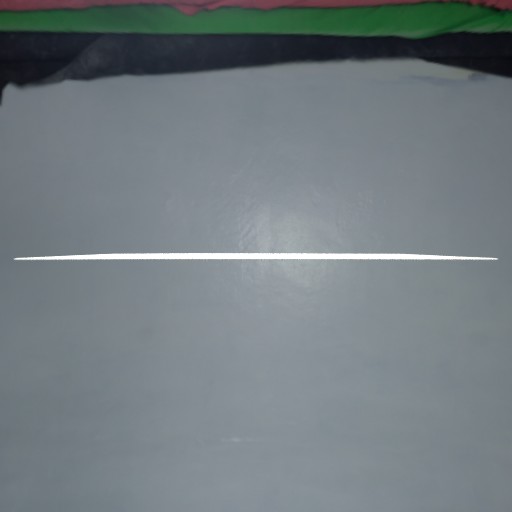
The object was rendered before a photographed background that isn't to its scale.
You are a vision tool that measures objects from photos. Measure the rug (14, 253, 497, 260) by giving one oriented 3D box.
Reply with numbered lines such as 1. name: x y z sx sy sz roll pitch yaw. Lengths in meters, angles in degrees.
1. rug: 0.000 0.000 2.976 2.435 0.012 1.529 0 1 0
